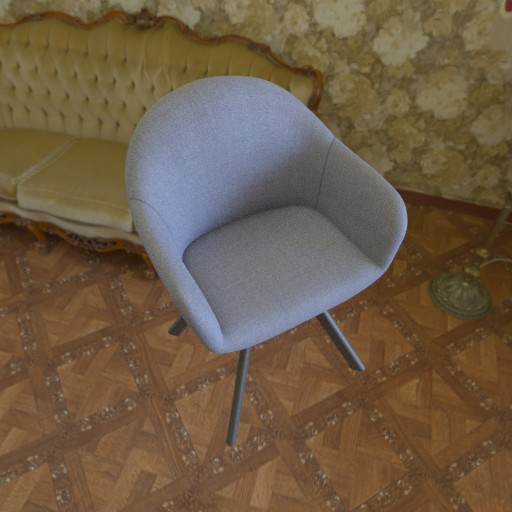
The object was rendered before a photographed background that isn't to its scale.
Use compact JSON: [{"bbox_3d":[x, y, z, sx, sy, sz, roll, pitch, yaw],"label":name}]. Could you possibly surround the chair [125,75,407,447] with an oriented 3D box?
[{"bbox_3d":[0.000,0.000,1.205,0.590,0.795,0.550,-22,50,-21],"label":"chair"}]
